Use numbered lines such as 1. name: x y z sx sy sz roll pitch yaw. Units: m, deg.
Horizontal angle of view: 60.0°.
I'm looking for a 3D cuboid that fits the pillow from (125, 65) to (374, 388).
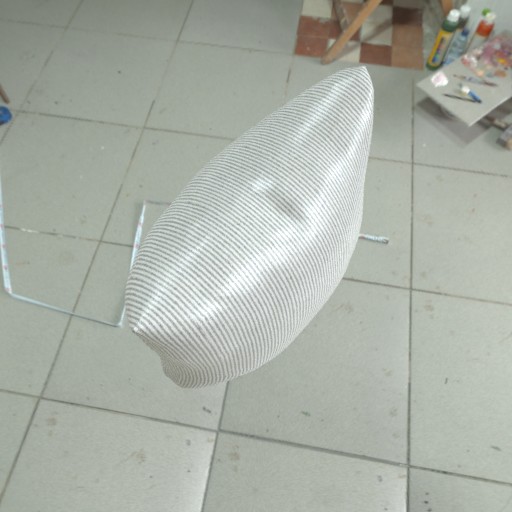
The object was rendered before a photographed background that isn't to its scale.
1. pillow: 0.000 0.000 0.687 0.387 0.432 0.310 -17 64 -9
